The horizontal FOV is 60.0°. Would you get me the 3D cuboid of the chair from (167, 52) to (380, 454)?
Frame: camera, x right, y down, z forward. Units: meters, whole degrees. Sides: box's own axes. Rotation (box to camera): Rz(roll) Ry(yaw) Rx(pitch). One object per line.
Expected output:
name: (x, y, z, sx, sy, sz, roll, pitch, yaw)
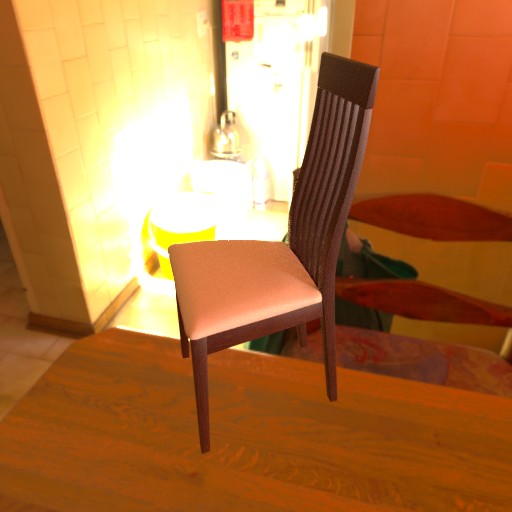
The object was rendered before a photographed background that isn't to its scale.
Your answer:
chair: (0.000, 0.000, 1.271, 0.474, 1.027, 0.460, -8, 32, -14)
